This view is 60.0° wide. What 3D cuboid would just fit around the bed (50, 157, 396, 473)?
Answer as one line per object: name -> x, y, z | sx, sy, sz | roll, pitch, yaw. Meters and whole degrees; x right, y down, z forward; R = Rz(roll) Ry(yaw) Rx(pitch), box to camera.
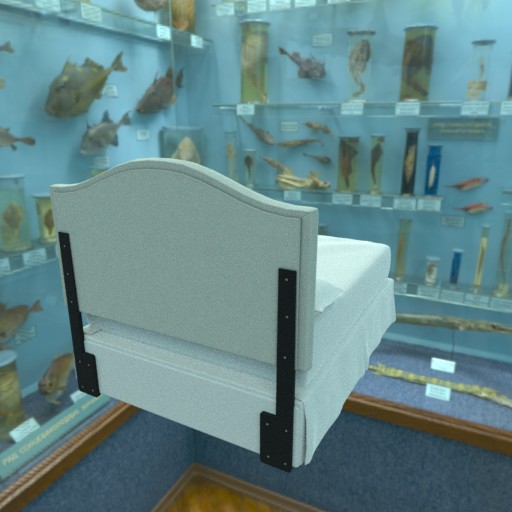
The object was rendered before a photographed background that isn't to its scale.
bed -> 0.000, 0.000, 3.397 | 1.813, 1.607, 2.180 | 9, 19, 27
